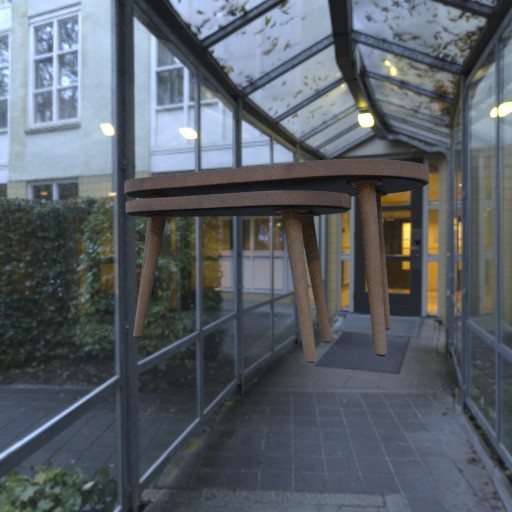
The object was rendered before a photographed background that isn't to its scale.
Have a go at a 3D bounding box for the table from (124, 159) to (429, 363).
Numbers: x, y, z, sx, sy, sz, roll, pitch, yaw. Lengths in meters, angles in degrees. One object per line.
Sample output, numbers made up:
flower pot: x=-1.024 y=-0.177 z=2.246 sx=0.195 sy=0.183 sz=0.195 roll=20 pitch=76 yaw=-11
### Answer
table: x=0.000 y=0.000 z=1.633 sx=1.190 sy=0.595 sz=0.701 roll=0 pitch=2 yaw=18
